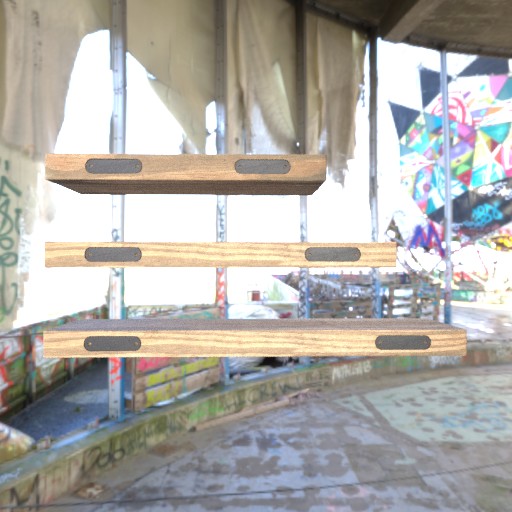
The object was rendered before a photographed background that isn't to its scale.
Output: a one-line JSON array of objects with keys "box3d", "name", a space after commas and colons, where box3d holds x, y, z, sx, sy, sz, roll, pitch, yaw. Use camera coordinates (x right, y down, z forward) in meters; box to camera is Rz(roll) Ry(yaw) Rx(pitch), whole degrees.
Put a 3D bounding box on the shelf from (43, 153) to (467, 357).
[{"box3d": [0.000, 0.000, 0.710, 0.610, 0.293, 0.140, 0, -1, -1], "name": "shelf"}]
